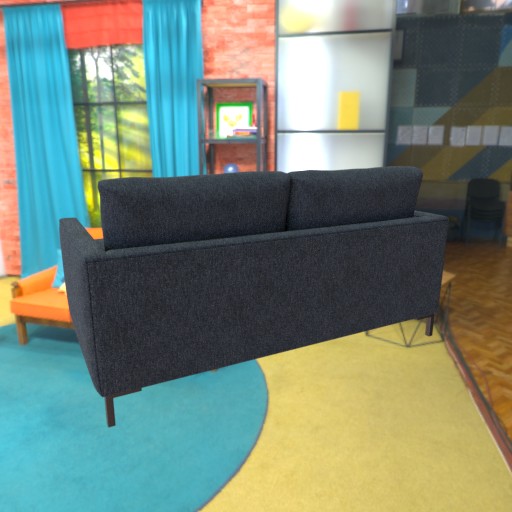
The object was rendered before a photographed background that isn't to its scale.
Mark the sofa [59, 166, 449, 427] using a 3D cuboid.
[{"bbox_3d":[0.000,0.000,2.184,1.716,0.862,0.866,-8,16,-27],"label":"sofa"}]
